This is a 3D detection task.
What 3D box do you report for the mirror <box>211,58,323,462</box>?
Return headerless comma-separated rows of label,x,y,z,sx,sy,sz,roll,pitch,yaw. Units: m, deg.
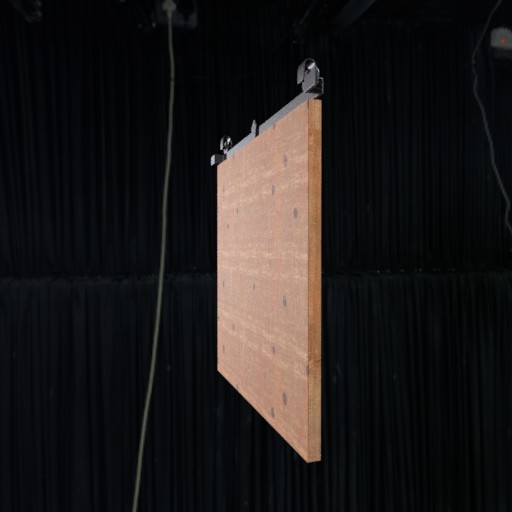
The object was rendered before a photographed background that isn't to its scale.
mirror,0.000,0.000,1.190,0.054,0.800,0.805,0,1,-19
